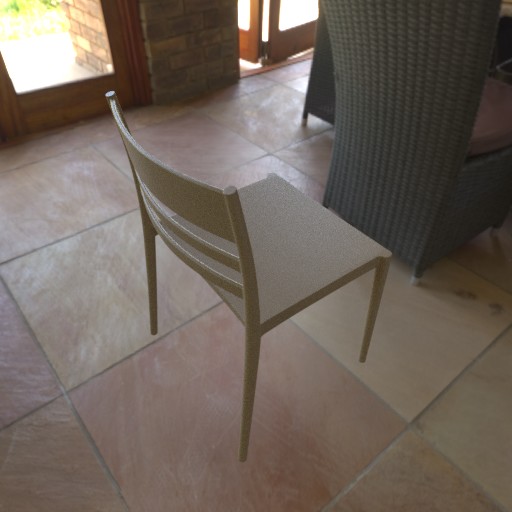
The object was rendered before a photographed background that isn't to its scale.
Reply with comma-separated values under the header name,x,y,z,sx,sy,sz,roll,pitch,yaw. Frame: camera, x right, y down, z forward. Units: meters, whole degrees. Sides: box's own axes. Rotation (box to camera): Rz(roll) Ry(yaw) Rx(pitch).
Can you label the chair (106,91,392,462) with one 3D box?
name,x,y,z,sx,sy,sz,roll,pitch,yaw
chair,0.000,0.000,1.139,0.511,0.800,0.531,-26,47,-26
